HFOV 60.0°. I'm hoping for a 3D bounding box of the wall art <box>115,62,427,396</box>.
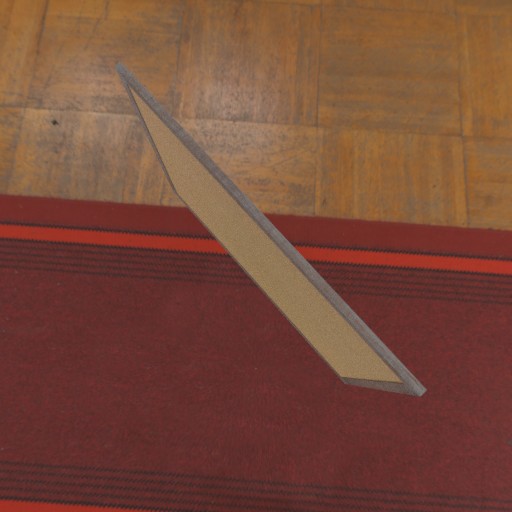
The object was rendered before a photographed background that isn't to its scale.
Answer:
[{"bbox_3d":[0.000,0.000,1.351,0.019,0.774,1.012,-40,79,-9],"label":"wall art"}]
